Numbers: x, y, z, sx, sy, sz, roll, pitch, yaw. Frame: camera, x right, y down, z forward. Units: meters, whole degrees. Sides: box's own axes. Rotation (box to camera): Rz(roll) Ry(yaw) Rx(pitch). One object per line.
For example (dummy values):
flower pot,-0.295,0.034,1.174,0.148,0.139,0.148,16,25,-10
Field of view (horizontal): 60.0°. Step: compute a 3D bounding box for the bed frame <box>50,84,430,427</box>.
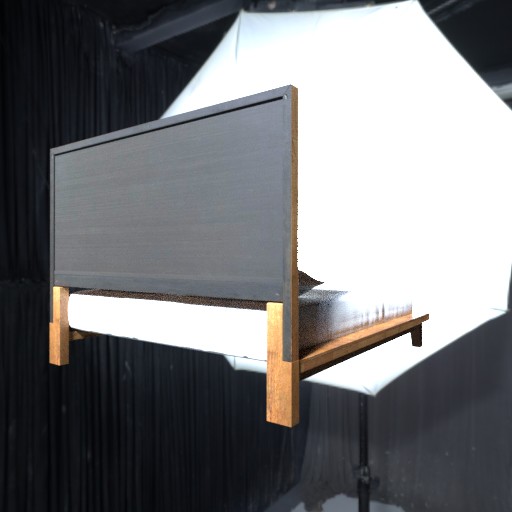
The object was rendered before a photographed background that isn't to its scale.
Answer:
bed frame,0.000,0.000,3.484,2.038,1.537,2.235,0,0,36
